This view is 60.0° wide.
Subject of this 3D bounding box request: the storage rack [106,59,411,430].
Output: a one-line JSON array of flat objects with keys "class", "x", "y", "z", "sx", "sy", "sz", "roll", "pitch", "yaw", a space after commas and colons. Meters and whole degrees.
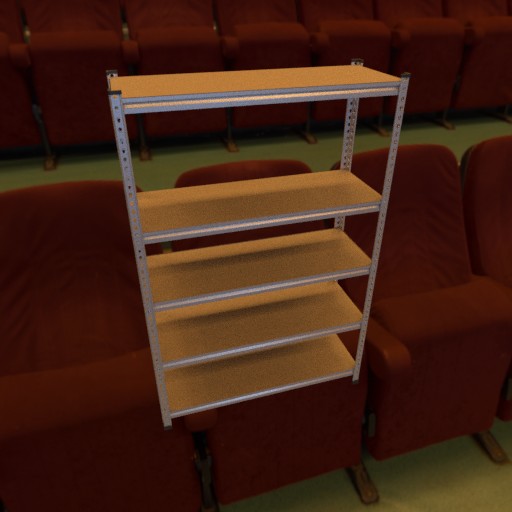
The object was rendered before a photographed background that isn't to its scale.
[{"class": "storage rack", "x": 0.000, "y": 0.000, "z": 2.357, "sx": 1.219, "sy": 1.829, "sz": 0.457, "roll": -9, "pitch": 33, "yaw": -14}]
